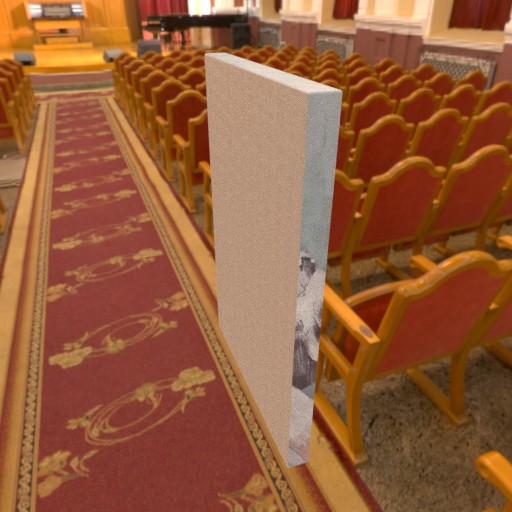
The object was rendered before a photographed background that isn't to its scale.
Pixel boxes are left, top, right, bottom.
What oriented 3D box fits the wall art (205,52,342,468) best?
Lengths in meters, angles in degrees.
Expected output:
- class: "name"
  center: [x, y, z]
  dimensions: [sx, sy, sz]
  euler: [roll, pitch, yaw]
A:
- class: "wall art"
  center: [0.000, 0.000, 1.153]
  dimensions: [0.061, 0.911, 0.609]
  euler: [-11, 32, -18]
